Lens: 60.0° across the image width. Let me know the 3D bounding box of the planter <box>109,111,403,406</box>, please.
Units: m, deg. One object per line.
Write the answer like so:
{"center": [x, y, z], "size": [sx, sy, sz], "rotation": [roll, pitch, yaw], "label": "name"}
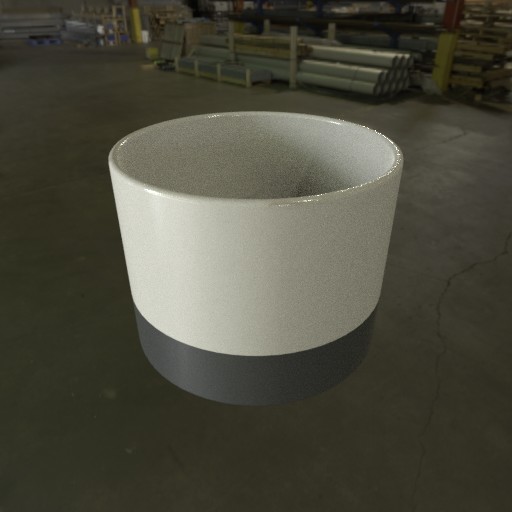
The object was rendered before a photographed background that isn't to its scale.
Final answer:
{"center": [0.000, 0.000, 0.346], "size": [0.193, 0.177, 0.193], "rotation": [0, 31, 0], "label": "planter"}
